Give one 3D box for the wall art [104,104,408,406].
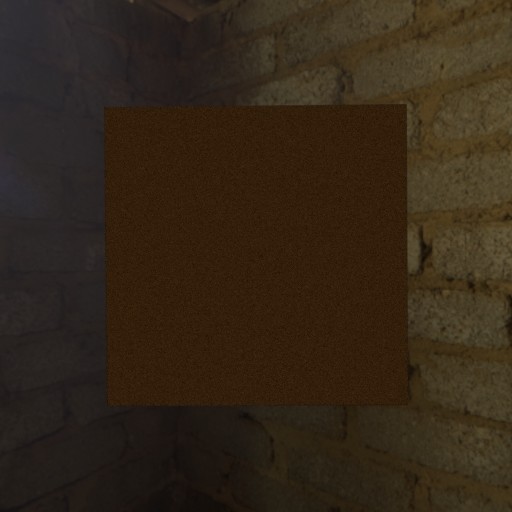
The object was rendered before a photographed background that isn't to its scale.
[{"bbox_3d":[0.000,0.000,0.909,0.611,0.608,0.042,0,1,0],"label":"wall art"}]
